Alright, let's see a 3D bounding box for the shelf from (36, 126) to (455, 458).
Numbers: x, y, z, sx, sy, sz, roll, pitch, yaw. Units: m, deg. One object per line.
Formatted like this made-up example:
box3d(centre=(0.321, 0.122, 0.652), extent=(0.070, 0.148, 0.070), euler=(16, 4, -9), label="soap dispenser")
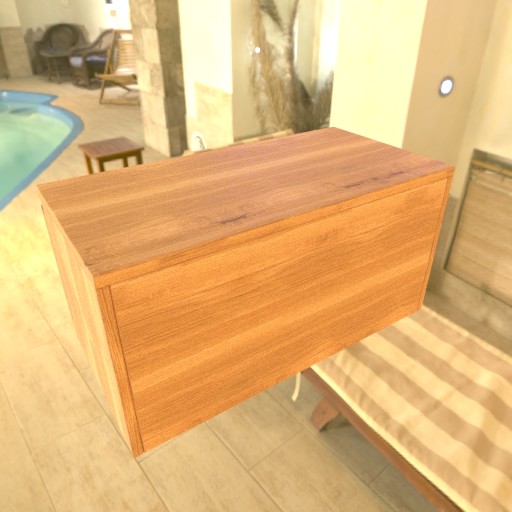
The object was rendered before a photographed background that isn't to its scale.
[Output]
box3d(centre=(0.000, 0.000, 1.040), extent=(0.800, 0.400, 0.400), euler=(-19, 36, -28), label="shelf")
